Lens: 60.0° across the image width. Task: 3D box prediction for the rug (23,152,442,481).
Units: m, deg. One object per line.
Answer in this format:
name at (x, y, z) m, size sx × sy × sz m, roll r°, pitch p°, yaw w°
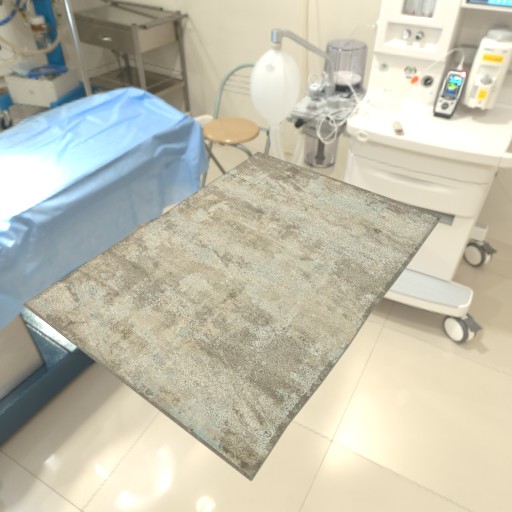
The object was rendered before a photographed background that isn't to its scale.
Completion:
rug at (0.000, 0.000, 4.161) m, size 2.393 × 0.013 × 3.307 m, roll 26°, pitch 47°, yaw 27°
